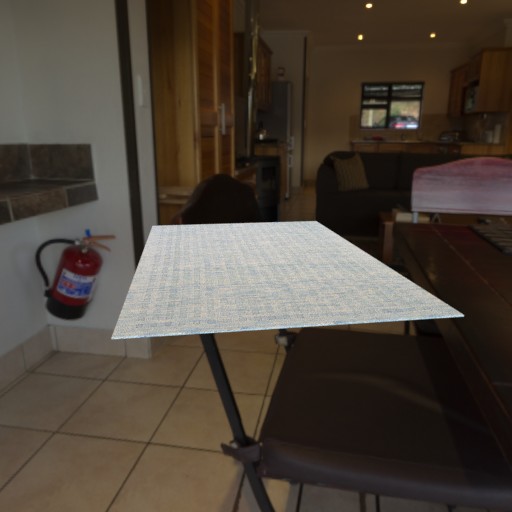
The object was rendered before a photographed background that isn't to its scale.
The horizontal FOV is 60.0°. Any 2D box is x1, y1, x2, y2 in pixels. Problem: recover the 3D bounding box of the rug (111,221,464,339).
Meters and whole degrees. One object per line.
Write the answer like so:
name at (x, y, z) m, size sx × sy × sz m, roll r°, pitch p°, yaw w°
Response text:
rug at (0.000, 0.000, 2.239) m, size 1.142 × 0.006 × 1.752 m, roll -2°, pitch 15°, yaw -9°
